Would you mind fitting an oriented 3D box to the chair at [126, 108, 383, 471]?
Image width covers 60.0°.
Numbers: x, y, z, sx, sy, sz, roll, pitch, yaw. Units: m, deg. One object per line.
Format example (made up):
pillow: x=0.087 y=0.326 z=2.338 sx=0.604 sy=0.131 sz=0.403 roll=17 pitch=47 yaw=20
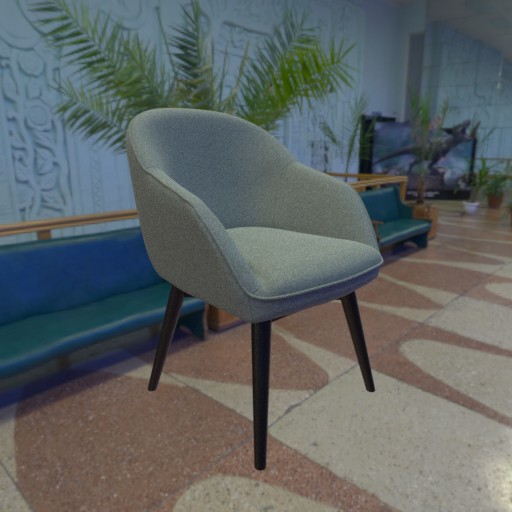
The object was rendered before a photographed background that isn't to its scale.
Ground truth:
chair: x=0.000 y=0.000 z=1.232 sx=0.589 sy=0.810 sz=0.611 roll=-13 pitch=19 yaw=-43
